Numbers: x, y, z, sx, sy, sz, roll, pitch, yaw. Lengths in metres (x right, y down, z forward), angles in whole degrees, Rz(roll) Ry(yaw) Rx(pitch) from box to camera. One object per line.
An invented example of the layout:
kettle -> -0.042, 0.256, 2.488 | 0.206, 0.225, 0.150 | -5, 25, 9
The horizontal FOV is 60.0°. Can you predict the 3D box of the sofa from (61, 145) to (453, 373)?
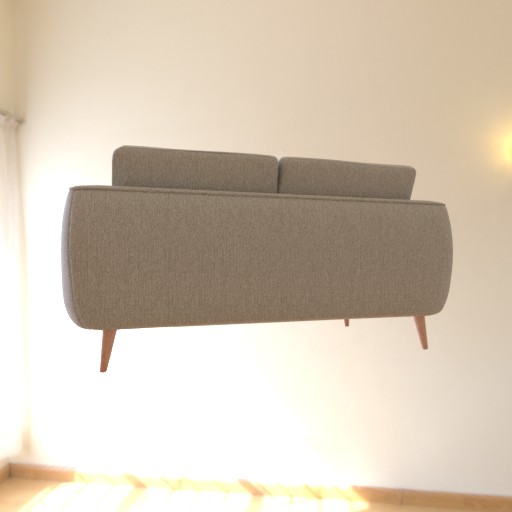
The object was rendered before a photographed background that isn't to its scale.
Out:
sofa -> 0.000, 0.000, 2.174 | 1.700, 0.850, 0.920 | 0, 0, -17
